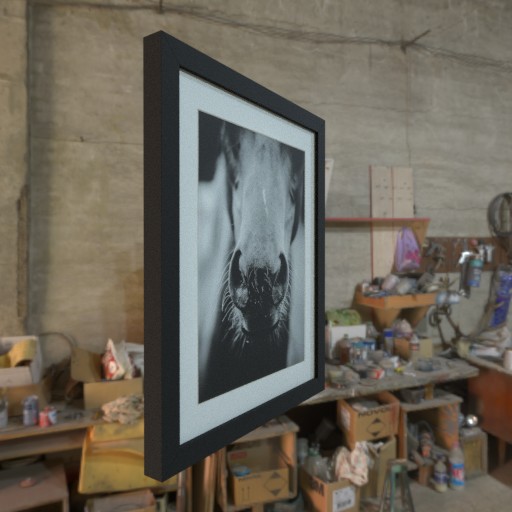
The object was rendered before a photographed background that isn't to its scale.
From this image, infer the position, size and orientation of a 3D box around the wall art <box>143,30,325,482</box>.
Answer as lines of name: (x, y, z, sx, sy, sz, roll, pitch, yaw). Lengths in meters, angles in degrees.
wall art: (0.000, 0.000, 0.537, 0.024, 0.404, 0.329, 0, 1, 35)
